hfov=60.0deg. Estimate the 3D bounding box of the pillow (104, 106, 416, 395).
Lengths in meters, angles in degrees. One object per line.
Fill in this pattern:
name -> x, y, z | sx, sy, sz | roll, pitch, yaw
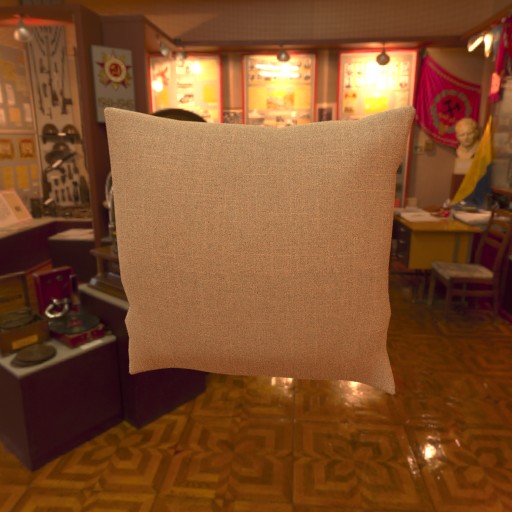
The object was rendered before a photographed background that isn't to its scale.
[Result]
pillow -> 0.000, 0.000, 0.776 | 0.508, 0.498, 0.215 | 2, 15, 7
